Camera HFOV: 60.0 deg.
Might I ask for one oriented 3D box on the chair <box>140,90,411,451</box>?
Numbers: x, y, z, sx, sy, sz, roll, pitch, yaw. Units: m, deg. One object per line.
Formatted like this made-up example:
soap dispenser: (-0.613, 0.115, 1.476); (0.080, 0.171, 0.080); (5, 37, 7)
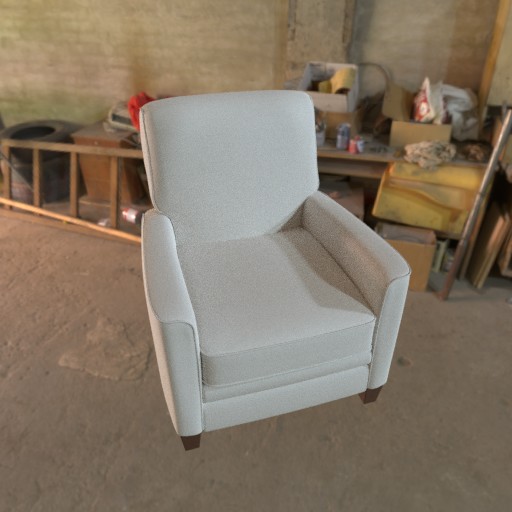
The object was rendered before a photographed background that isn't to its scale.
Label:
chair: (0.000, 0.000, 1.667); (0.841, 1.028, 0.858); (-9, 34, -14)
